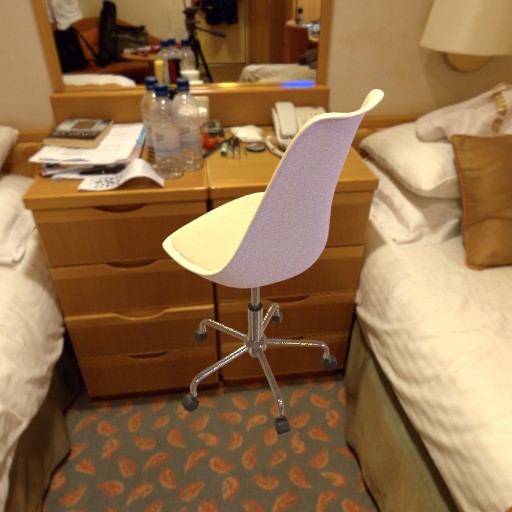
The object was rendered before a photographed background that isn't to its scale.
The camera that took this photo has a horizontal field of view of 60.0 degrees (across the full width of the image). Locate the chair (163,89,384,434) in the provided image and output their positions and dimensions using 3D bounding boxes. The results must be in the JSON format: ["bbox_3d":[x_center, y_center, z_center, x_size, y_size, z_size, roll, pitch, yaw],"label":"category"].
[{"bbox_3d":[0.000,0.000,1.269,0.550,0.930,0.550,21,39,30],"label":"chair"}]
